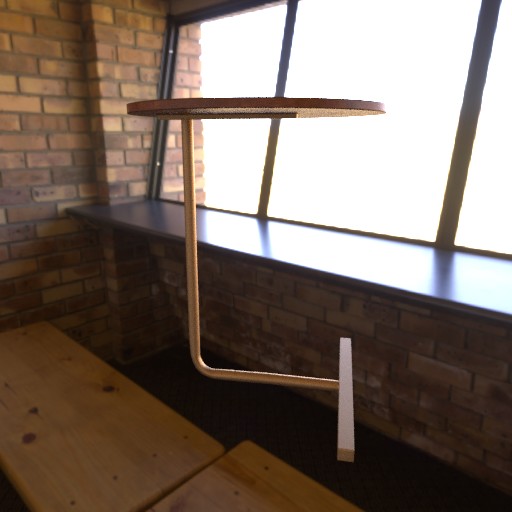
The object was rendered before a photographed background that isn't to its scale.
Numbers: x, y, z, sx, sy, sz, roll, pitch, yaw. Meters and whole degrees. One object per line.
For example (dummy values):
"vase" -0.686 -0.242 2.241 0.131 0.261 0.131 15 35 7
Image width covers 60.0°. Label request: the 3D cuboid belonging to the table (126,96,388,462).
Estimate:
"table" 0.000 0.000 1.103 0.577 0.706 0.530 3 15 11
